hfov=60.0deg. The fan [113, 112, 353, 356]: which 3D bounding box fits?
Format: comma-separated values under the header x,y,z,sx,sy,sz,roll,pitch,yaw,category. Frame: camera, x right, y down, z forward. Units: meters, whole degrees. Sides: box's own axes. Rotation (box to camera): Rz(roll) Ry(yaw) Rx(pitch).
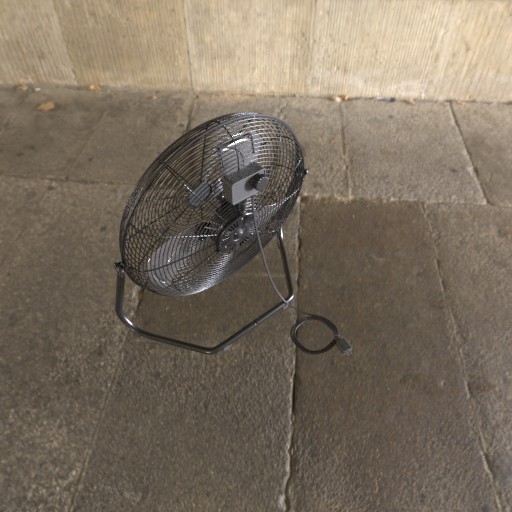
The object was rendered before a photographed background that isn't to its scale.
x,y,z,sx,sy,sz,roll,pitch,yaw,category
0.000,0.000,1.042,0.595,0.605,0.470,-31,55,-26,fan
